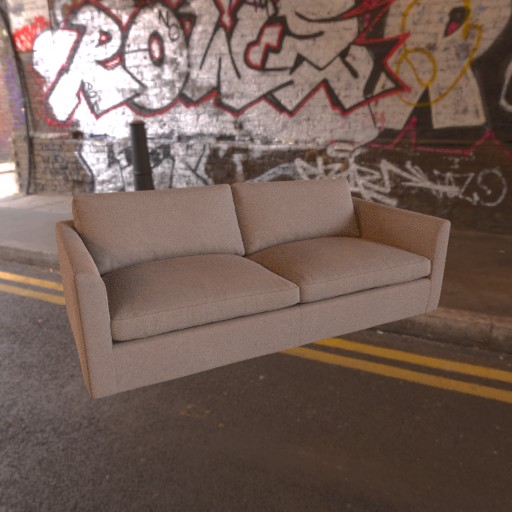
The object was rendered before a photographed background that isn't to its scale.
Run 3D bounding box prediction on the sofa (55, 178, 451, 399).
[{"bbox_3d":[0.000,0.000,2.824,2.588,0.838,1.090,-8,19,-26],"label":"sofa"}]
